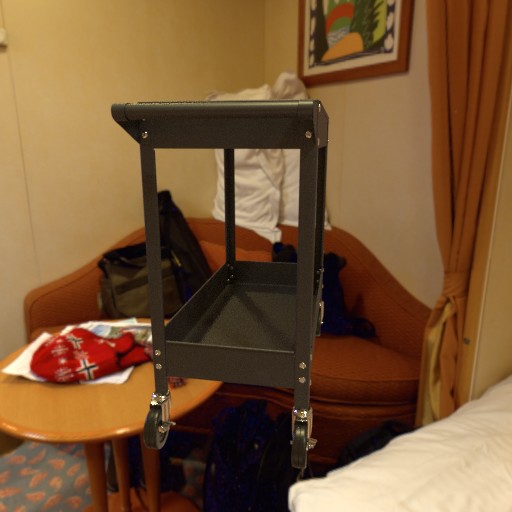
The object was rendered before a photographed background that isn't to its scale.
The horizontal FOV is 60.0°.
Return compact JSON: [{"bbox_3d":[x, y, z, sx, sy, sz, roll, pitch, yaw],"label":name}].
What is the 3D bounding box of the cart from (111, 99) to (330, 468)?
[{"bbox_3d":[0.000,0.000,1.153,0.366,0.719,0.779,3,15,10],"label":"cart"}]
